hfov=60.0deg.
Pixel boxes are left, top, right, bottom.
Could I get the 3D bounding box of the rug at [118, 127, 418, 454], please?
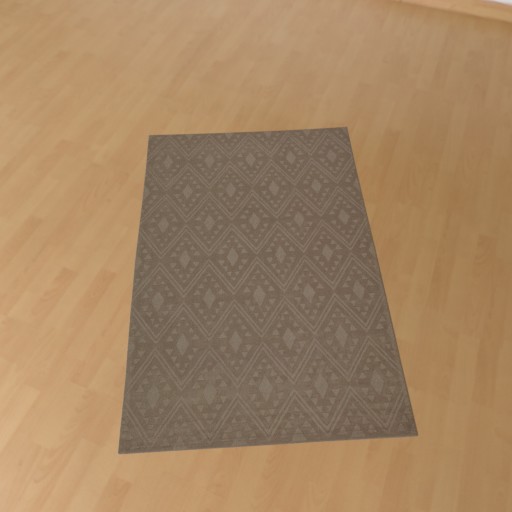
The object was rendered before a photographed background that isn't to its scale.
[{"bbox_3d":[0.000,0.000,2.300,1.252,0.034,1.829,-3,58,-2],"label":"rug"}]
